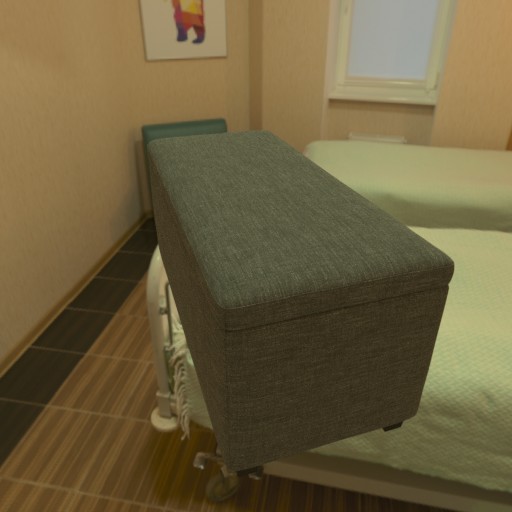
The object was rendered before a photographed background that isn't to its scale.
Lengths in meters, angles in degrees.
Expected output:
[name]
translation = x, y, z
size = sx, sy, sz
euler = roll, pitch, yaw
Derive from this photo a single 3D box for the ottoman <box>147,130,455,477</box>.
[ottoman]
translation = 0.000, 0.000, 1.115
size = 0.419, 0.432, 0.902
euler = -10, 31, -16
